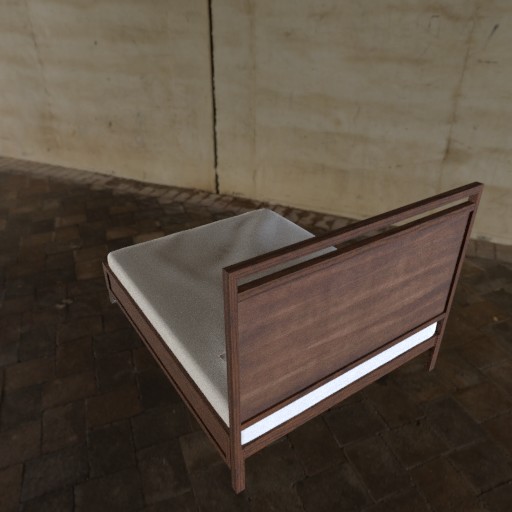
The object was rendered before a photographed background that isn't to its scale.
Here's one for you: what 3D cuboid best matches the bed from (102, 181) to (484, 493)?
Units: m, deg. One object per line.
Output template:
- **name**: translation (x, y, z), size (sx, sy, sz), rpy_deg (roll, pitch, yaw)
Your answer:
- **bed**: translation (0.000, 0.000, 3.362), size (1.765, 1.487, 2.218), rpy_deg (-19, 35, -29)
